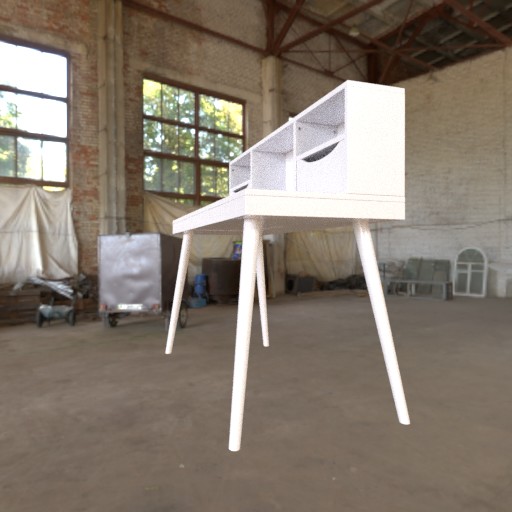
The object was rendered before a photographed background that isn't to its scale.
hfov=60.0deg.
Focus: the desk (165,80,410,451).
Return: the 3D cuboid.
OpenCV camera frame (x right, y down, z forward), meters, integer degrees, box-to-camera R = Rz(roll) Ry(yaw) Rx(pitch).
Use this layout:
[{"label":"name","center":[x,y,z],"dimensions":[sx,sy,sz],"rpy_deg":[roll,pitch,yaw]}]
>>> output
[{"label":"desk","center":[0.000,0.000,1.782],"dimensions":[0.559,0.990,1.199],"rpy_deg":[0,0,-19]}]
